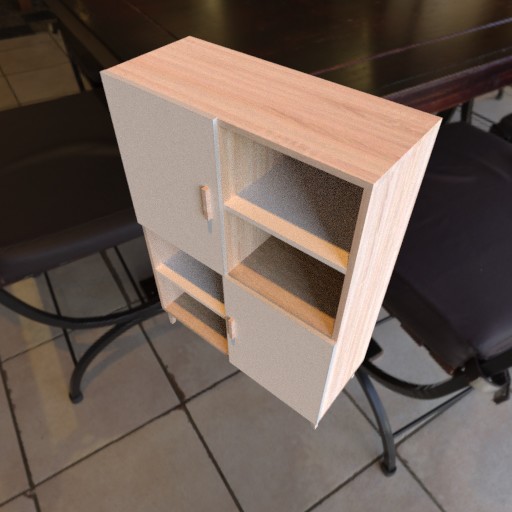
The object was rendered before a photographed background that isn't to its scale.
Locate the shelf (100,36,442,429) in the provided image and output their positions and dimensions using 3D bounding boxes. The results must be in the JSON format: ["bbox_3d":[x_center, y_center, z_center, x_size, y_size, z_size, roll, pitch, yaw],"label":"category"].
[{"bbox_3d":[0.000,0.000,1.844,0.995,1.405,0.434,30,53,26],"label":"shelf"}]
